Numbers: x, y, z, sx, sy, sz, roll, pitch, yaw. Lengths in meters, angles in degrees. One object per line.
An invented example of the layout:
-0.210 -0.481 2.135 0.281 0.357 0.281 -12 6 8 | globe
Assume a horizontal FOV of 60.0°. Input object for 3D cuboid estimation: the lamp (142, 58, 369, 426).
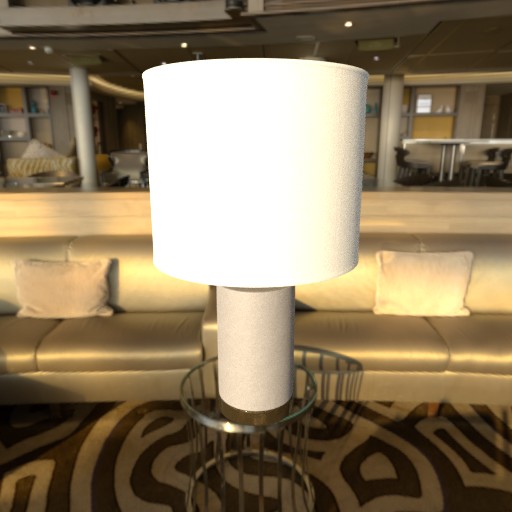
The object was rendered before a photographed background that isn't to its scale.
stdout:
0.000 0.000 0.507 0.229 0.380 0.229 0 14 0 | lamp
